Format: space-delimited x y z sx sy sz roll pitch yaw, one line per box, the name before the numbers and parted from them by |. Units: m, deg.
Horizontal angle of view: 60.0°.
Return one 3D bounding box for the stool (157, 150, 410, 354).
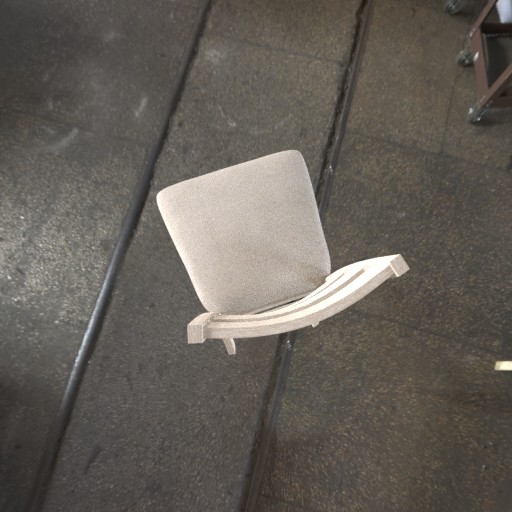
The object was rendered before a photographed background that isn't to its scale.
stool | 0.000 0.000 1.390 0.484 1.032 0.569 -18 76 -5
